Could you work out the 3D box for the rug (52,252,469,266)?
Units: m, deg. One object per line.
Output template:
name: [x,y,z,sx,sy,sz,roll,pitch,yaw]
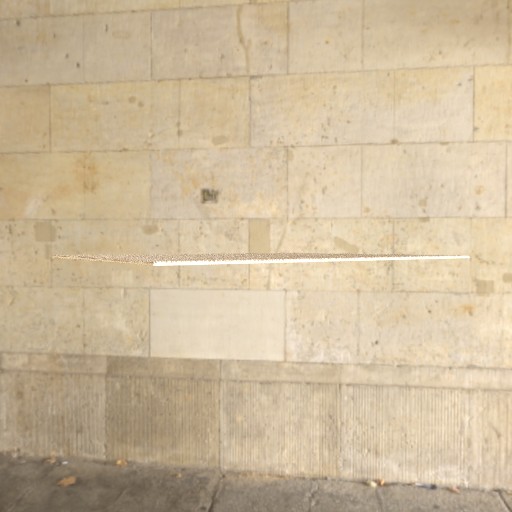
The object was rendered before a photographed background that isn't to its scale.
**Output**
rug: [0.000,0.000,4.124,3.052,0.030,2.429,-1,1,-36]
